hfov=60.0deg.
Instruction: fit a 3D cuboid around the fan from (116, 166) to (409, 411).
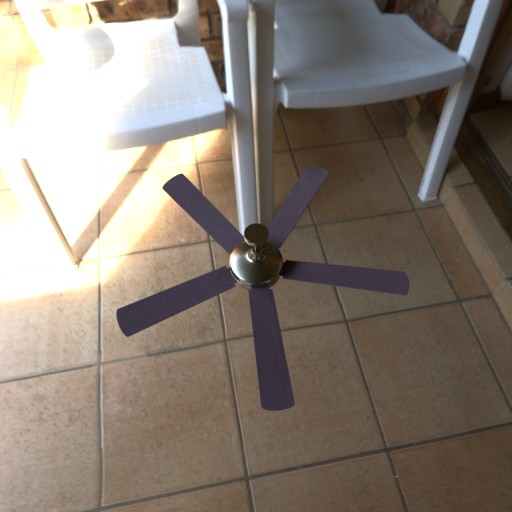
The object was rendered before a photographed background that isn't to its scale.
[{"bbox_3d":[0.000,0.000,2.013,1.321,0.356,1.321,-14,59,-9],"label":"fan"}]
